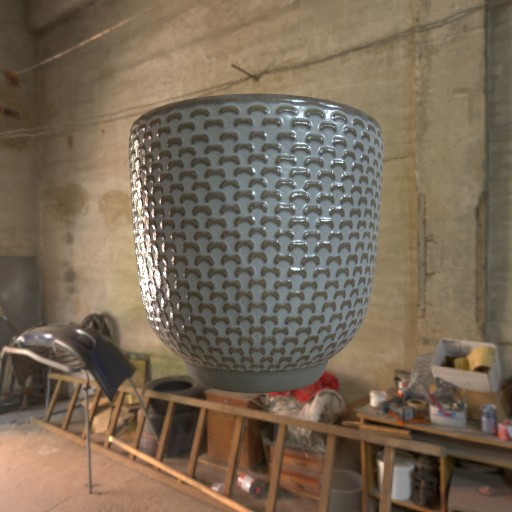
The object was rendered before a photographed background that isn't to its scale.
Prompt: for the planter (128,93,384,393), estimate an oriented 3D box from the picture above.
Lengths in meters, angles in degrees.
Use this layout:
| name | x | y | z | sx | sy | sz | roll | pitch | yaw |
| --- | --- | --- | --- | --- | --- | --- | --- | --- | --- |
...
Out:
| name | x | y | z | sx | sy | sz | roll | pitch | yaw |
| --- | --- | --- | --- | --- | --- | --- | --- | --- | --- |
| planter | 0.000 | 0.000 | 0.355 | 0.197 | 0.191 | 0.197 | 0 | 0 | 0 |
